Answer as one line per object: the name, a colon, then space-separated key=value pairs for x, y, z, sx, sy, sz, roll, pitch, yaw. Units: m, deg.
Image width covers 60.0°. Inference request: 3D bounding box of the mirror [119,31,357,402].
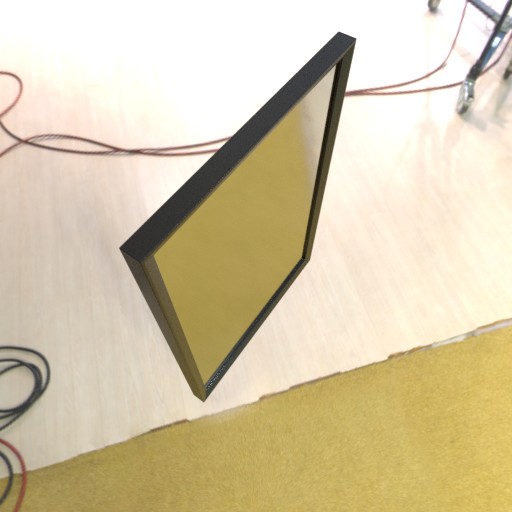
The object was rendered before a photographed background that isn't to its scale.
mirror: x=0.000 y=0.000 z=0.917 sx=0.039 sy=0.710 sz=0.507 roll=31 pitch=64 yaw=17
